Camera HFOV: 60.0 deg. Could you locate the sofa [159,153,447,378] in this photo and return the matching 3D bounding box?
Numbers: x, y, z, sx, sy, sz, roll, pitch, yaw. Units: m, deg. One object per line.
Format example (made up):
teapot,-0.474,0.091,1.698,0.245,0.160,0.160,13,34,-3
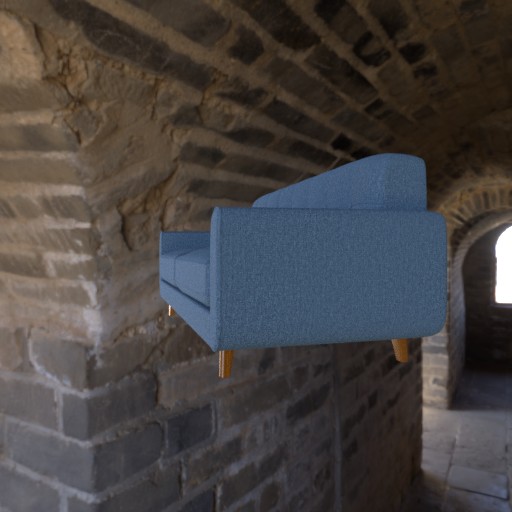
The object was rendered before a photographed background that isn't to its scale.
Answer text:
sofa,0.000,0.000,2.566,0.942,0.884,2.055,0,1,-17
